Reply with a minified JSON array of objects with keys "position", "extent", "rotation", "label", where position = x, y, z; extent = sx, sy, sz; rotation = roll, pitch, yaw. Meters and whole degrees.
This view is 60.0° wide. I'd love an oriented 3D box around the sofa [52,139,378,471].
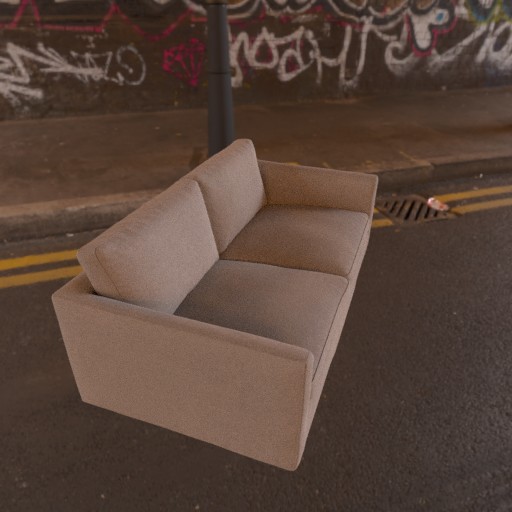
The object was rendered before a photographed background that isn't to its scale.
[{"position":[0.000,0.000,2.501],"extent":[1.091,0.839,1.905],"rotation":[11,32,17],"label":"sofa"}]
